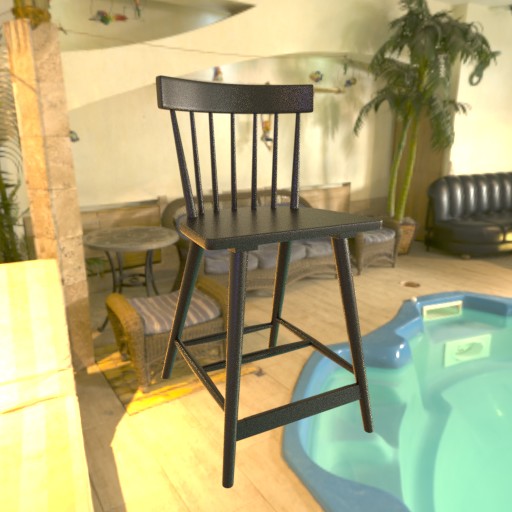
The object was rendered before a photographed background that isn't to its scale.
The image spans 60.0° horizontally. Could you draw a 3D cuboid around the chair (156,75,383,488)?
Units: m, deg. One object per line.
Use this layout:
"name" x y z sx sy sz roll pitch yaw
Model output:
"chair" 0.000 0.000 1.264 0.483 0.952 0.572 -8 17 -27
